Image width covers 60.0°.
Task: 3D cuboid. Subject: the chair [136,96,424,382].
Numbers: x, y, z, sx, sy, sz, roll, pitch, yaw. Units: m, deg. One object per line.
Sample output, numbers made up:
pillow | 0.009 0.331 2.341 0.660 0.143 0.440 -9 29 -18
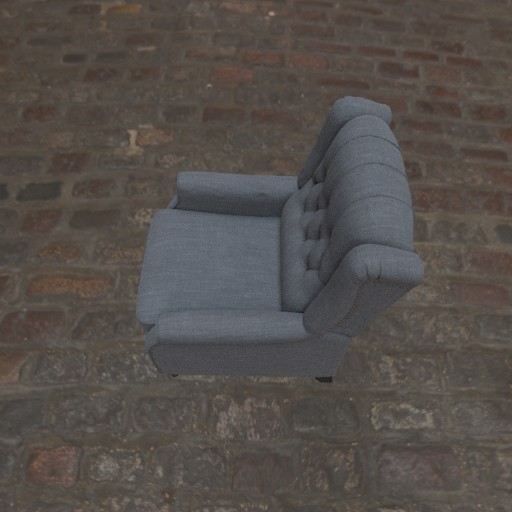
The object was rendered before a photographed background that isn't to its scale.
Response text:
chair | 0.000 0.000 1.693 0.898 1.035 0.742 1 58 1
